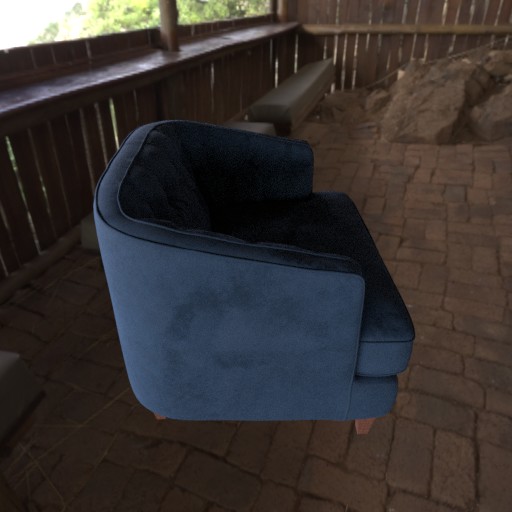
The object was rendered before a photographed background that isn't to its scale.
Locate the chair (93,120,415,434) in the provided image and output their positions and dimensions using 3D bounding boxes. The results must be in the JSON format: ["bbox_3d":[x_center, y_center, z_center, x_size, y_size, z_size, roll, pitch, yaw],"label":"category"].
[{"bbox_3d":[0.000,0.000,1.705,0.940,0.852,1.094,-1,33,-2],"label":"chair"}]
